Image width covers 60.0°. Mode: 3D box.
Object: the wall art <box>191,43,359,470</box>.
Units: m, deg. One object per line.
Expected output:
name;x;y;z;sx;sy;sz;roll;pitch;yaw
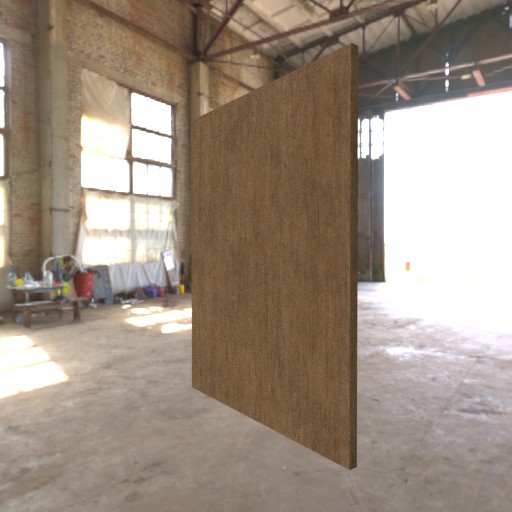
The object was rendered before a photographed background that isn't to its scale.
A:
wall art;0.000;0.000;0.931;0.018;0.686;0.534;-1;1;-37
